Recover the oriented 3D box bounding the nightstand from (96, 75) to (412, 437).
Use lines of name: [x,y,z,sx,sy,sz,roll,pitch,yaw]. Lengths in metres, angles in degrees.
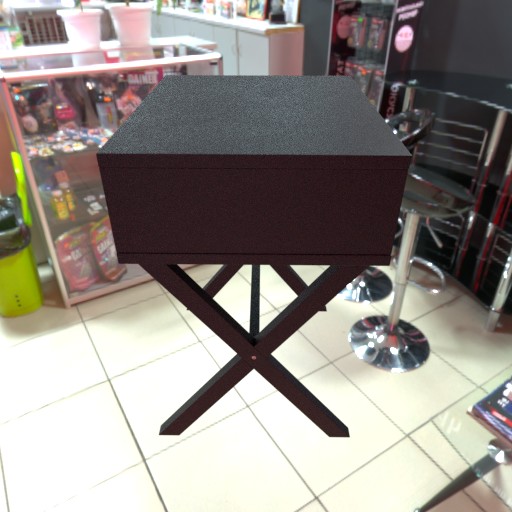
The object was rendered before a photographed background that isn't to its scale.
nightstand: [0.000,0.000,0.932,0.402,0.623,0.479,0,33,1]
